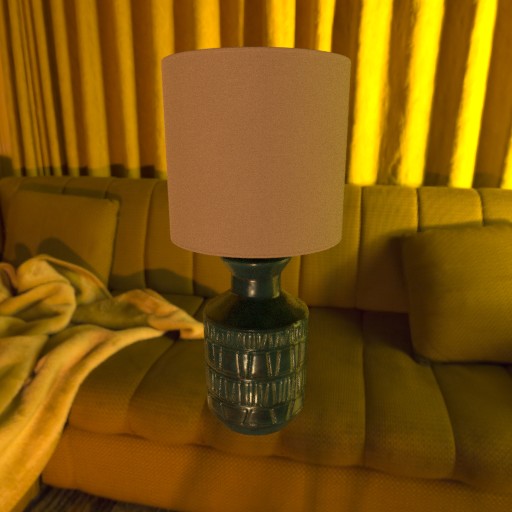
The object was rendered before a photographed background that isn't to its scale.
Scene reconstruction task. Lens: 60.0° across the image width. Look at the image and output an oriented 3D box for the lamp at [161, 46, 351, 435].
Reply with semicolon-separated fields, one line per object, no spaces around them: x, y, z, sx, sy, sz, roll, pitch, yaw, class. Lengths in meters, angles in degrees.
0.000;0.000;0.565;0.211;0.455;0.211;-3;16;-9;lamp
